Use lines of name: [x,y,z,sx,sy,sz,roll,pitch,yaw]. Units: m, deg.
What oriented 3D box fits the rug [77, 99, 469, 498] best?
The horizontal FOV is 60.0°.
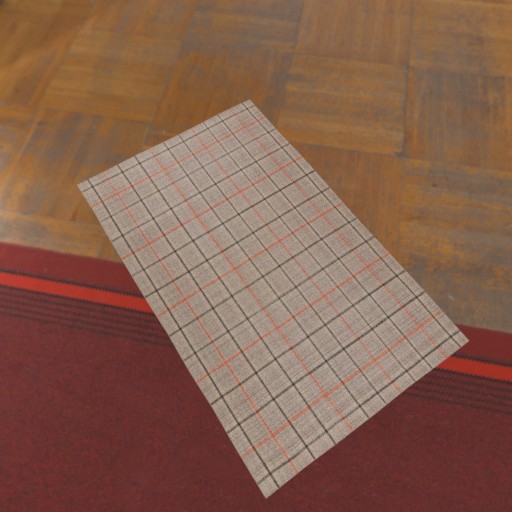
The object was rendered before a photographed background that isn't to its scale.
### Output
rug: [0.000,0.000,2.990,1.524,0.015,2.439,-31,68,-15]
